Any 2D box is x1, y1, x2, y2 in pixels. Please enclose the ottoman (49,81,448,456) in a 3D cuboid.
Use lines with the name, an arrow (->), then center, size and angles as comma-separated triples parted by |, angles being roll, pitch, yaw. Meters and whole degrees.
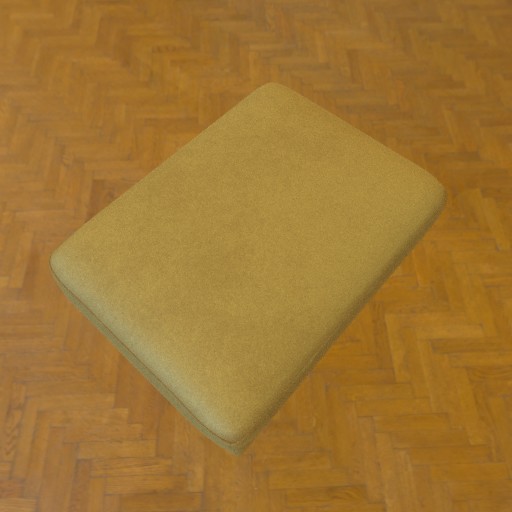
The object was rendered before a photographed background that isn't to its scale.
ottoman -> 0.000, 0.000, 1.167 | 0.608, 0.449, 0.811 | 38, 69, 18
